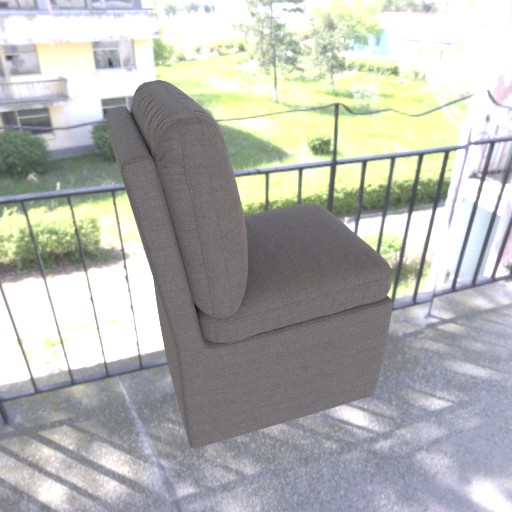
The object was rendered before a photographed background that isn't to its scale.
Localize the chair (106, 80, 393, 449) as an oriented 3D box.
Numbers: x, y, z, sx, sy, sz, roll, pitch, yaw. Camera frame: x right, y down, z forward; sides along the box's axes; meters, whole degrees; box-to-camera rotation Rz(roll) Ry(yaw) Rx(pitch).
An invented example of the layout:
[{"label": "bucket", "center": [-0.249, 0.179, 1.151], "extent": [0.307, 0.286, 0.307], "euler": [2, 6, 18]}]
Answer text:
[{"label": "chair", "center": [0.000, 0.000, 1.298], "extent": [0.698, 0.927, 0.503], "euler": [-10, 32, -17]}]
